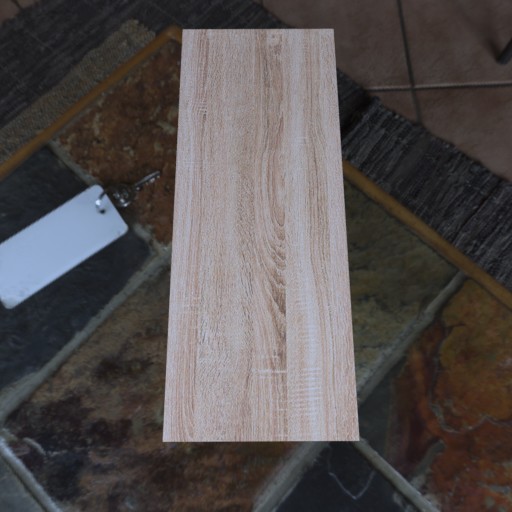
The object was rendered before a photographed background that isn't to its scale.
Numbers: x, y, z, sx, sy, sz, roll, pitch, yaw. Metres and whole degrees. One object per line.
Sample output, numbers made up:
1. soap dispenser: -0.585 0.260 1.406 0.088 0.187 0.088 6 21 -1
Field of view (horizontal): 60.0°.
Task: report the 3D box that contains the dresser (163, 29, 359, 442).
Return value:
1. dresser: 0.000 0.000 1.556 0.450 0.900 1.100 0 74 0
